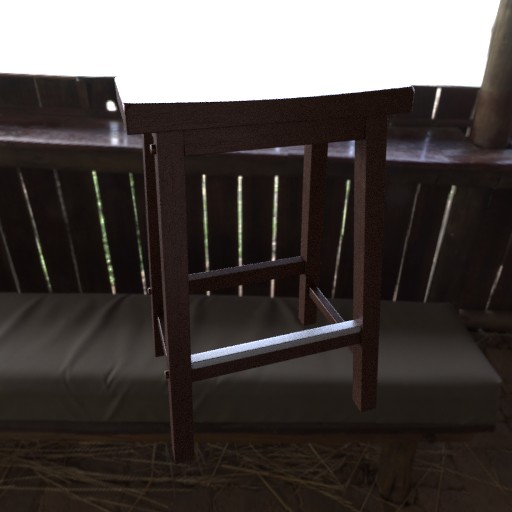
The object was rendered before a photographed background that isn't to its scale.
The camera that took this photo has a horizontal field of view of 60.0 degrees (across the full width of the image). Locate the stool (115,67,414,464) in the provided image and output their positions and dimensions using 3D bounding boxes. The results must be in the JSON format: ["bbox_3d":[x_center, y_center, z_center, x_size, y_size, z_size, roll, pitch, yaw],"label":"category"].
[{"bbox_3d":[0.000,0.000,0.822,0.406,0.610,0.322,-9,31,-16],"label":"stool"}]
